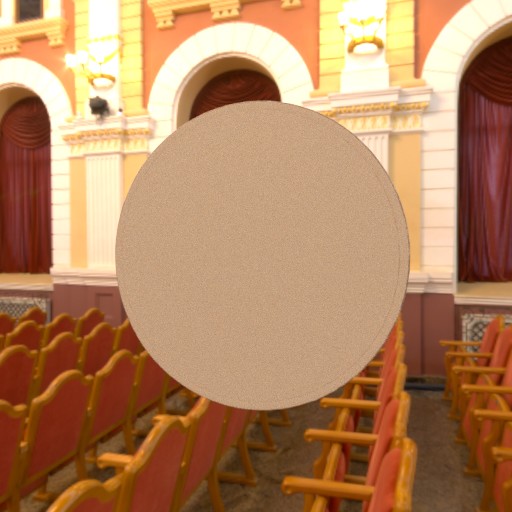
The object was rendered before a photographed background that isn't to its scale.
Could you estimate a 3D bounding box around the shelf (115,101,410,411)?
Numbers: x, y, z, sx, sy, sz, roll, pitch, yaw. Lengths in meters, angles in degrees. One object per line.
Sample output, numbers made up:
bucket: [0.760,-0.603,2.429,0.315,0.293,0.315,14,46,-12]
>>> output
shelf: [0.000,0.000,1.232,0.806,0.807,0.158,0,1,18]
